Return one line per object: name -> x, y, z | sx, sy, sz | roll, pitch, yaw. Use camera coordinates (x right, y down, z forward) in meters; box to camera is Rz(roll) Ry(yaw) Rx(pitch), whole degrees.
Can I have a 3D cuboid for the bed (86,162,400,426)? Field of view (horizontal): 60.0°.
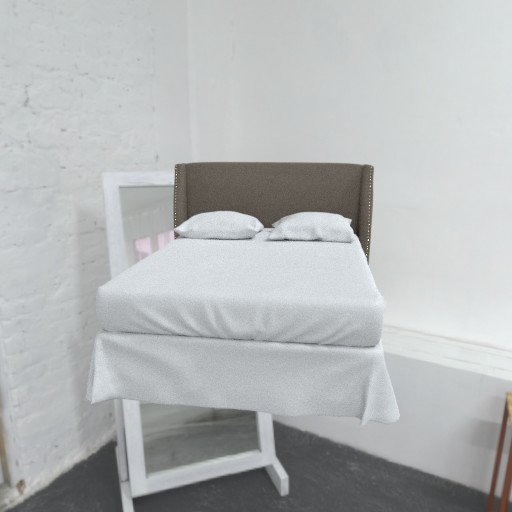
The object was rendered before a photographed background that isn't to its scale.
bed -> 0.000, 0.000, 3.414 | 1.925, 1.332, 2.276 | 2, 14, 8
